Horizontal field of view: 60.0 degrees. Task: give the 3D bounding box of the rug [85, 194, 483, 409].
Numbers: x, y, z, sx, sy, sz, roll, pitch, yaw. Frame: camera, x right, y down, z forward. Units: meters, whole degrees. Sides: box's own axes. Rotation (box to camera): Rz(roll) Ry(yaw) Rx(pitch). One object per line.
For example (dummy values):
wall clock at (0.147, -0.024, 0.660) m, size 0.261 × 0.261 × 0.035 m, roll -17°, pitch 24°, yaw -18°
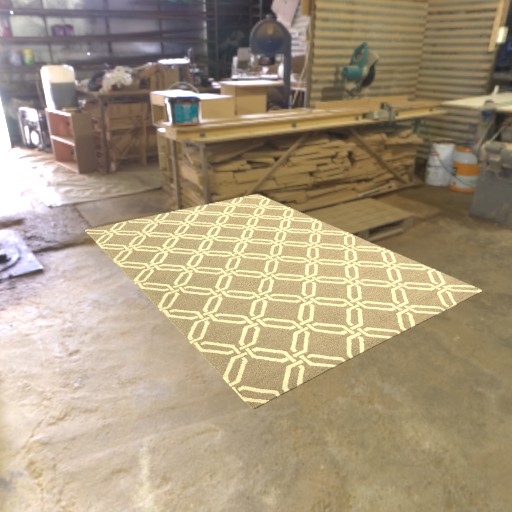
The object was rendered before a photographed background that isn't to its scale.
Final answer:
rug at (0.000, 0.000, 4.489) m, size 2.441 × 0.020 × 3.419 m, roll -17°, pitch 30°, yaw -31°
